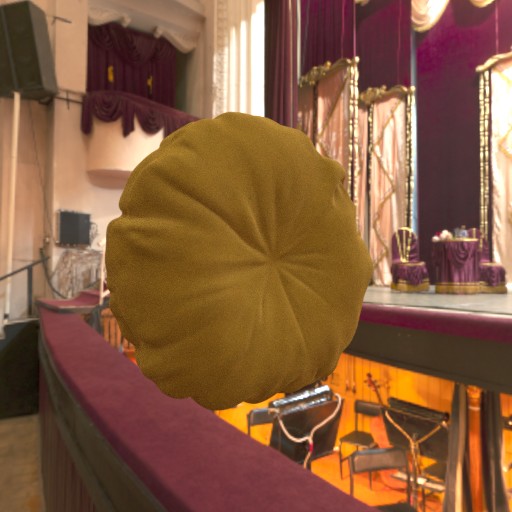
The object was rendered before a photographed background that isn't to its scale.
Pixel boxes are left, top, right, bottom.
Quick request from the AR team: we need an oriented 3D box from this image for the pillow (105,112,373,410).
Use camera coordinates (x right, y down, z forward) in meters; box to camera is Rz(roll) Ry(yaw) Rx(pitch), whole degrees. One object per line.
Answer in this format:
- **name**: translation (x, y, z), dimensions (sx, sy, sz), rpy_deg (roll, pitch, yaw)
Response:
- **pillow**: translation (0.000, 0.000, 0.647), dimensions (0.428, 0.407, 0.148), rpy_deg (1, -2, -37)
